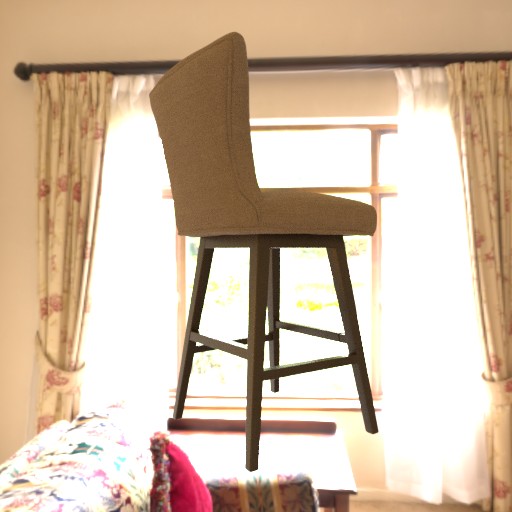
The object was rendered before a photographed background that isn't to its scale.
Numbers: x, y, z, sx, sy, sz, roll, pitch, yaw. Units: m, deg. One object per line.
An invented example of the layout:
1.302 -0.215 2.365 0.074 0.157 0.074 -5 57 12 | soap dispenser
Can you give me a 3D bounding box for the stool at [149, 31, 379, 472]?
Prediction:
0.000 0.000 1.397 0.574 1.086 0.514 0 1 -36 | stool
